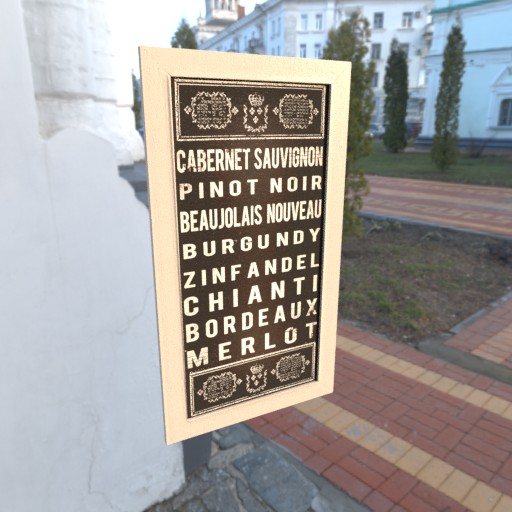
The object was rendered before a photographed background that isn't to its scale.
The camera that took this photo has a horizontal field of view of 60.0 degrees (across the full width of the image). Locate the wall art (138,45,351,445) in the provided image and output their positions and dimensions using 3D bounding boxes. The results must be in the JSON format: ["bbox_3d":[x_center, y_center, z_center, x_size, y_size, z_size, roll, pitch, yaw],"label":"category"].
[{"bbox_3d":[0.000,0.000,0.819,0.380,0.683,0.013,-8,18,-26],"label":"wall art"}]
